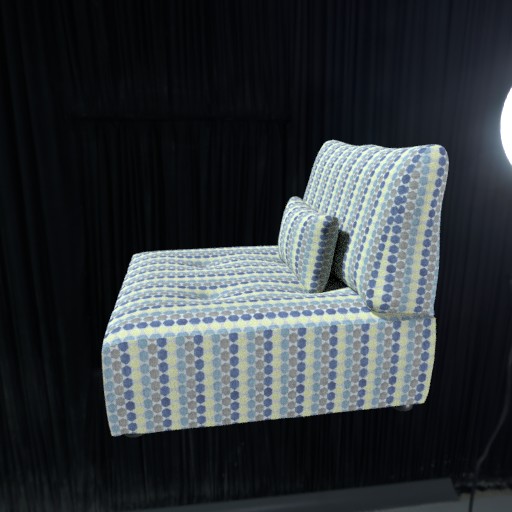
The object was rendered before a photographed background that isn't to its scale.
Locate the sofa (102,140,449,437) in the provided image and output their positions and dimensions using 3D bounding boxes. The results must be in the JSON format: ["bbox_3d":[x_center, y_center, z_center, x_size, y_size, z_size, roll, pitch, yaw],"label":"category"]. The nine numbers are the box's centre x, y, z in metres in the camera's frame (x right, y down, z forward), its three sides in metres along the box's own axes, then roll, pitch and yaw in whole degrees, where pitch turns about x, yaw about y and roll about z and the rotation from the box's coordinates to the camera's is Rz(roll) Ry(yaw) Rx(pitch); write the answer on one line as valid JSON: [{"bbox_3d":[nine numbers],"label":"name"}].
[{"bbox_3d":[0.000,0.000,1.669,1.000,0.830,0.930,-3,16,-9],"label":"sofa"}]
